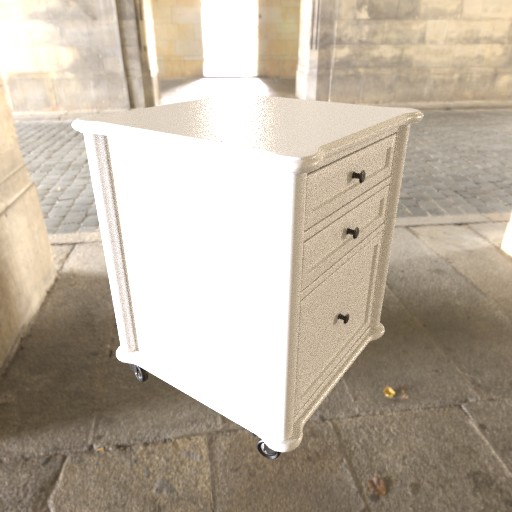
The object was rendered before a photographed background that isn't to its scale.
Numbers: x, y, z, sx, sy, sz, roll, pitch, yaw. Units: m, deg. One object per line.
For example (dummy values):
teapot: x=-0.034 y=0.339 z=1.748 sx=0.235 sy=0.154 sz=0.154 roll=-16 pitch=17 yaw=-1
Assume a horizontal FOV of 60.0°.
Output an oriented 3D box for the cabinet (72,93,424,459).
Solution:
cabinet: x=0.000 y=0.000 z=1.228 sx=0.627 sy=0.761 sz=0.628 roll=18 pitch=32 yaw=31
